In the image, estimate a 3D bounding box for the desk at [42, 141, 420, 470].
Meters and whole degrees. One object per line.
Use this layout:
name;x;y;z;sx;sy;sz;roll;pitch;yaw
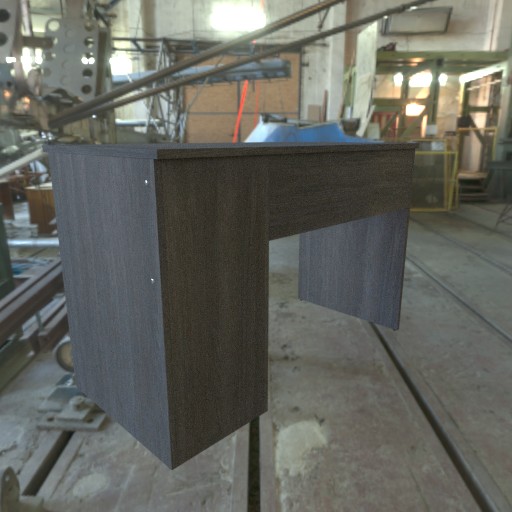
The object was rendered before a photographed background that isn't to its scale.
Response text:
desk;0.000;0.000;1.489;0.560;0.730;1.096;14;21;43
